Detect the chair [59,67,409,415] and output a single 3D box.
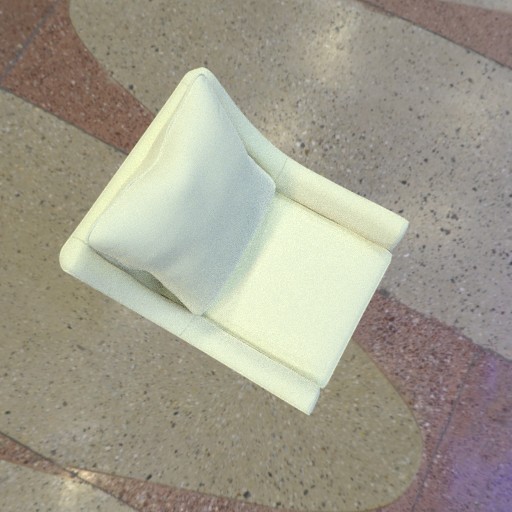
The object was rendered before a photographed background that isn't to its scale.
[{"bbox_3d":[0.000,0.000,1.578,0.876,0.965,0.756,29,78,7],"label":"chair"}]
